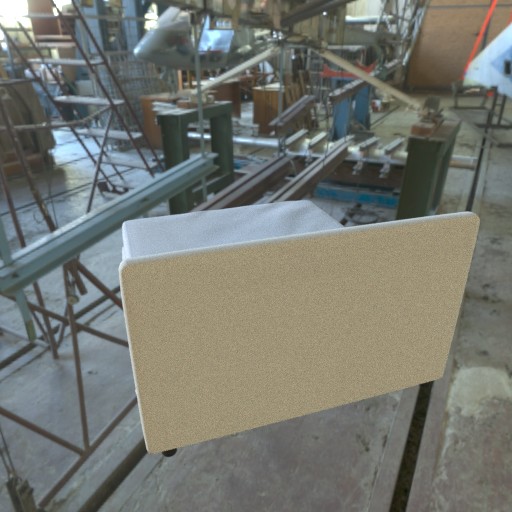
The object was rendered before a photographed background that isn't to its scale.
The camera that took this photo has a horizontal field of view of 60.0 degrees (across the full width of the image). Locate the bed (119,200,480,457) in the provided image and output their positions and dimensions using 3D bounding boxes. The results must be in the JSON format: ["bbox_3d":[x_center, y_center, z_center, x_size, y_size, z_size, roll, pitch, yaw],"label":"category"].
[{"bbox_3d":[0.000,0.000,3.549,2.119,1.317,2.341,-8,28,-16],"label":"bed"}]
